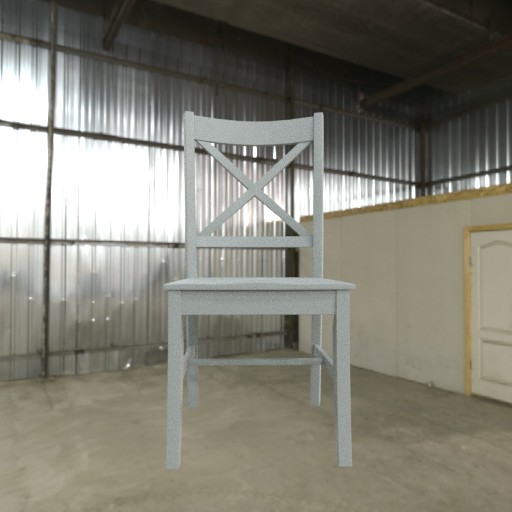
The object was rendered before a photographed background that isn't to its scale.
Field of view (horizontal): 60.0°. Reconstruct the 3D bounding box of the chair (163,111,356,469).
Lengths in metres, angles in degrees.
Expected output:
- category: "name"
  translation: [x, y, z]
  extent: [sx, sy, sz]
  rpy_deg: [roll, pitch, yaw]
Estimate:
- category: "chair"
  translation: [0.000, 0.000, 1.287]
  extent: [0.485, 0.983, 0.542]
  rpy_deg: [0, -1, -2]
